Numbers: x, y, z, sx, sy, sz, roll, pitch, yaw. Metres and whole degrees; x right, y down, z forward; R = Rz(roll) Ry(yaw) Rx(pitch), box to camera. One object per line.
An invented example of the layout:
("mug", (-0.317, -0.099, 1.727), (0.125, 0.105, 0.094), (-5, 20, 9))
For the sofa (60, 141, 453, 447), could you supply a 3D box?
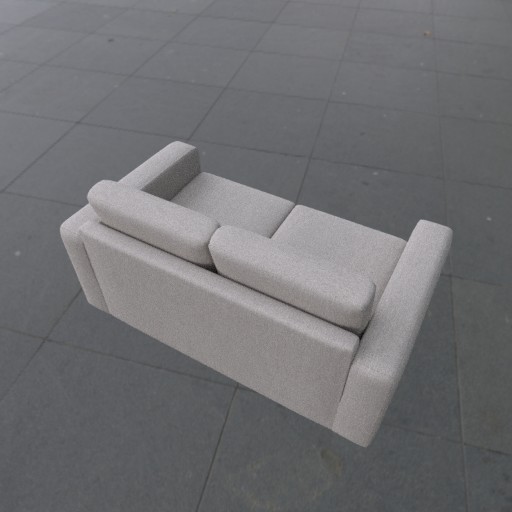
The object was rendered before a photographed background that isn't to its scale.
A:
("sofa", (0.000, 0.000, 2.068), (1.540, 0.800, 0.900), (22, 49, 21))
